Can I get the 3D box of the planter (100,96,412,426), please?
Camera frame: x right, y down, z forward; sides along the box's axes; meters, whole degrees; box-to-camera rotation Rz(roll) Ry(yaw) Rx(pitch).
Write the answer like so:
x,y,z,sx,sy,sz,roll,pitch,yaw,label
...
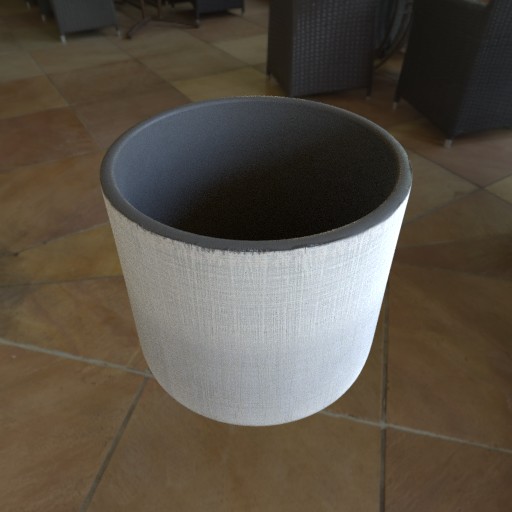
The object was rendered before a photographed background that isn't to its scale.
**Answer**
x,y,z,sx,sy,sz,roll,pitch,yaw,label
0.000,0.000,0.388,0.226,0.201,0.226,0,41,0,planter
